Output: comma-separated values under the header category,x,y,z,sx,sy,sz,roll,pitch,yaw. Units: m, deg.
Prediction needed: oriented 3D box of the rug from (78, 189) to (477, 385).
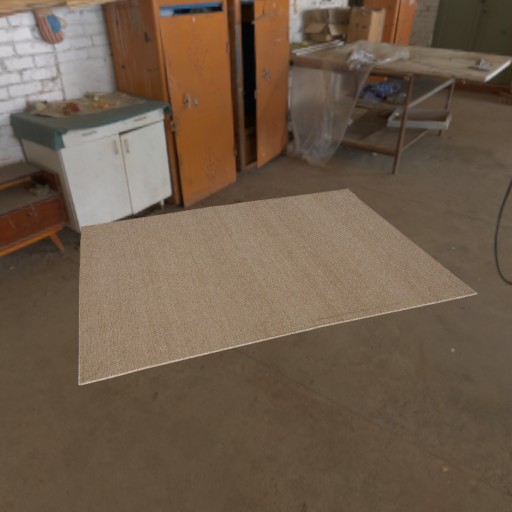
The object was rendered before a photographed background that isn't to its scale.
category,x,y,z,sx,sy,sz,roll,pitch,yaw
rug,0.000,0.000,3.790,2.869,0.038,2.032,-10,34,-15
